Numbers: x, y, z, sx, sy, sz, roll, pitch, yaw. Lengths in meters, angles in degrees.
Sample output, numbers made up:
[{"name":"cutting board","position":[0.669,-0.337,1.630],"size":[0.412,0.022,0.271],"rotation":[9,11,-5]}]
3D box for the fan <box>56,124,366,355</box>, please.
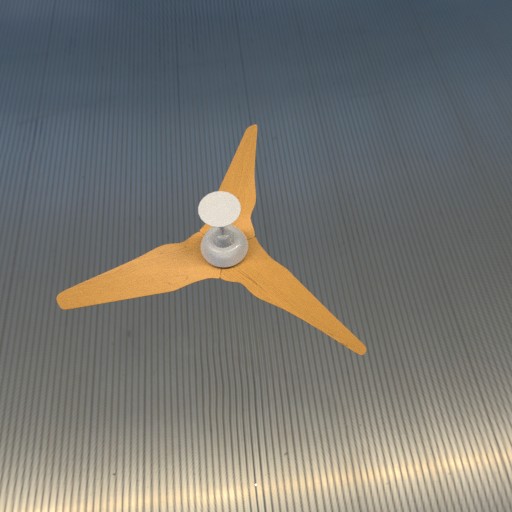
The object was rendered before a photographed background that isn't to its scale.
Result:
[{"name":"fan","position":[0.000,0.000,1.615],"size":[1.010,0.355,1.142],"rotation":[35,68,16]}]
